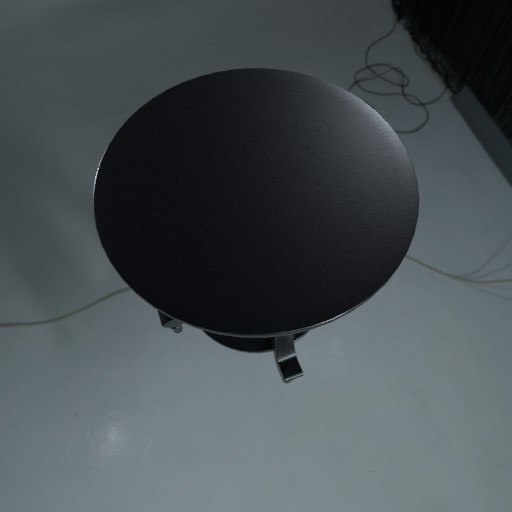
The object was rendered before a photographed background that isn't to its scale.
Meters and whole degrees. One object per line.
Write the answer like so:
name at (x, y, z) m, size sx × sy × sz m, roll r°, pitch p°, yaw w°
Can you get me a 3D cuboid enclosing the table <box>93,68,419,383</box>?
table at (0.000, 0.000, 1.093) m, size 0.597 × 0.618 × 0.597 m, roll 0°, pitch 62°, yaw 0°
